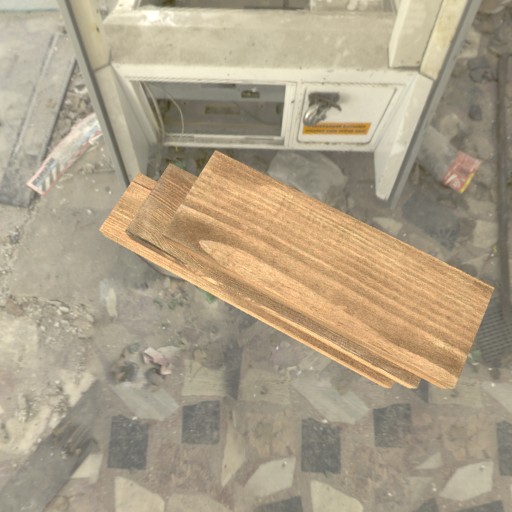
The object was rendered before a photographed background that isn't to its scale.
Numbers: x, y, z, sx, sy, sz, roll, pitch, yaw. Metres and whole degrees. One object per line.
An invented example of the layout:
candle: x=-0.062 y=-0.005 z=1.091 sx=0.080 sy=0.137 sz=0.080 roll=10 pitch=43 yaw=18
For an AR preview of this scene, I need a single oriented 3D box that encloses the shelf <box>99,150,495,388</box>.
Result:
shelf: x=0.000 y=0.000 z=0.721 sx=0.610 sy=0.293 sz=0.140 roll=27 pitch=75 yaw=8
